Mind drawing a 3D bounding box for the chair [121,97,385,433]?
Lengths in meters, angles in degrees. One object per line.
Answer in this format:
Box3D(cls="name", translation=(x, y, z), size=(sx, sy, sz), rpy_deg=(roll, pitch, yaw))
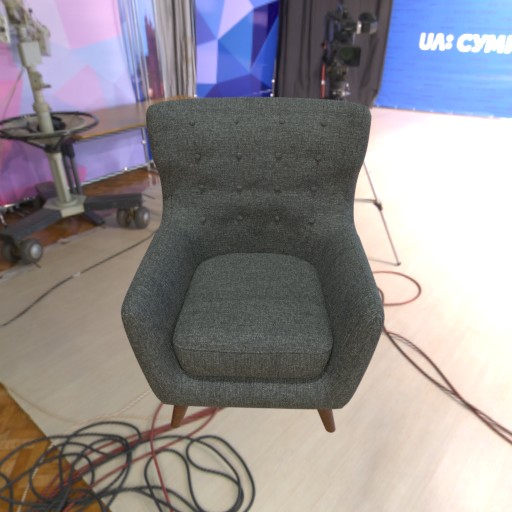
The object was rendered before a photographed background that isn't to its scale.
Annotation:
Box3D(cls="chair", translation=(0.000, 0.000, 1.768), size=(0.878, 1.063, 0.904), rpy_deg=(1, 31, 2))
